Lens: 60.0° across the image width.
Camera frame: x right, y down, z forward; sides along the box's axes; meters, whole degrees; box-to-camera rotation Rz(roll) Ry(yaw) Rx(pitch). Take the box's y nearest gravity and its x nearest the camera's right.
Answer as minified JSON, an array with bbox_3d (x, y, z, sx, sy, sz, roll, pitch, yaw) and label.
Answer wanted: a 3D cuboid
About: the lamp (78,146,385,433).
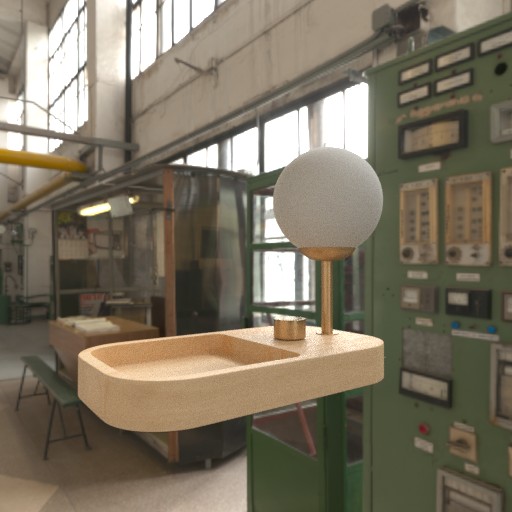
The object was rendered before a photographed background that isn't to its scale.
[{"bbox_3d":[0.000,0.000,0.456,0.331,0.253,0.173,1,-1,-36],"label":"lamp"}]
